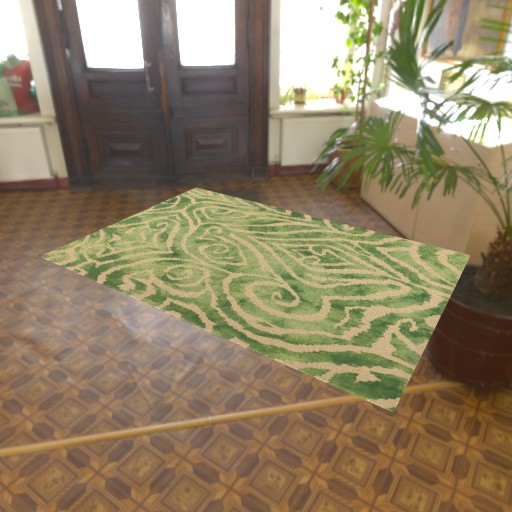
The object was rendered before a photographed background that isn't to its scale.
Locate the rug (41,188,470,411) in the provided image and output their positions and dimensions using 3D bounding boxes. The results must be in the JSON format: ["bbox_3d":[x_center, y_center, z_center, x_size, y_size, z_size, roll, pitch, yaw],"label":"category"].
[{"bbox_3d":[0.000,0.000,2.266,1.826,0.006,1.220,18,33,29],"label":"rug"}]
